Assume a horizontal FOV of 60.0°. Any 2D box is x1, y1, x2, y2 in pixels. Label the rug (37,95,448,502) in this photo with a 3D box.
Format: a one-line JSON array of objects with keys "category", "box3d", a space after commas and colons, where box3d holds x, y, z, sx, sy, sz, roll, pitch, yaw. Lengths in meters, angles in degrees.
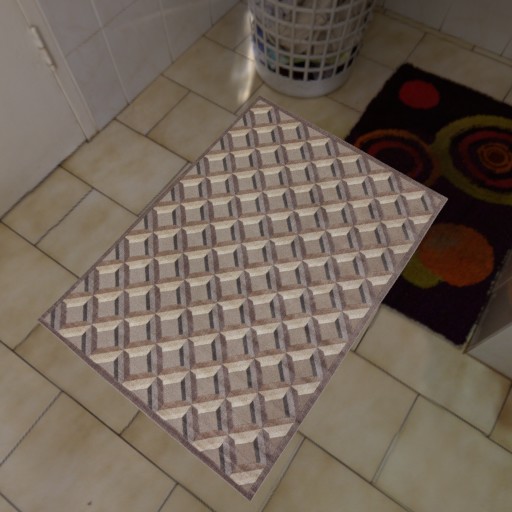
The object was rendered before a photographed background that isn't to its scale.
[{"category": "rug", "box3d": [0.000, 0.000, 2.834, 1.600, 0.013, 2.260, 34, 69, 15]}]
